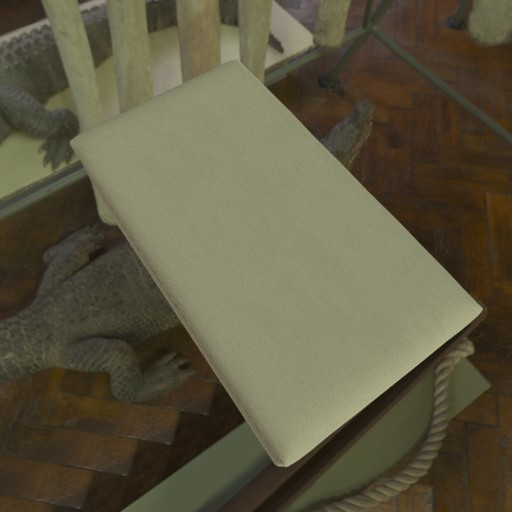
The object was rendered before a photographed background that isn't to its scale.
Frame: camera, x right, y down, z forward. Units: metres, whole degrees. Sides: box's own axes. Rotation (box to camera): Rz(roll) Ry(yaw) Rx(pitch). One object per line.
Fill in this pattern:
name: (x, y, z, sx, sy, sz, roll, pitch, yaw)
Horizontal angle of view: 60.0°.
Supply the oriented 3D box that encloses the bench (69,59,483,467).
bench: (0.000, 0.000, 1.158, 0.500, 0.449, 0.887, -32, 68, -15)
